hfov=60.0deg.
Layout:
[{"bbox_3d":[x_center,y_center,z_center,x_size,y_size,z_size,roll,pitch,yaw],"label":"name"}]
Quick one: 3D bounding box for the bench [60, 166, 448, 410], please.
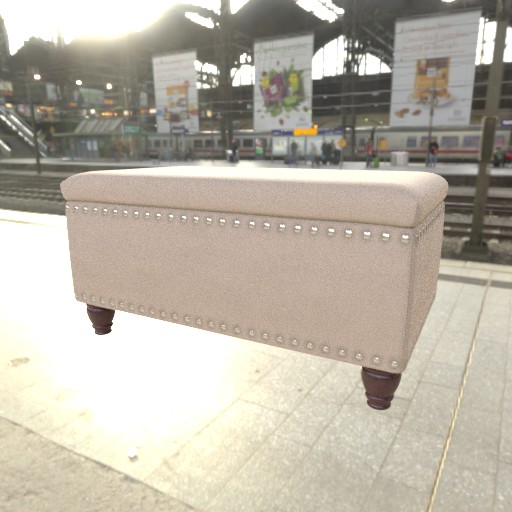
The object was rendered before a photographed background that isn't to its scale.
[{"bbox_3d":[0.000,0.000,1.197,0.887,0.449,0.500,7,15,27],"label":"bench"}]
